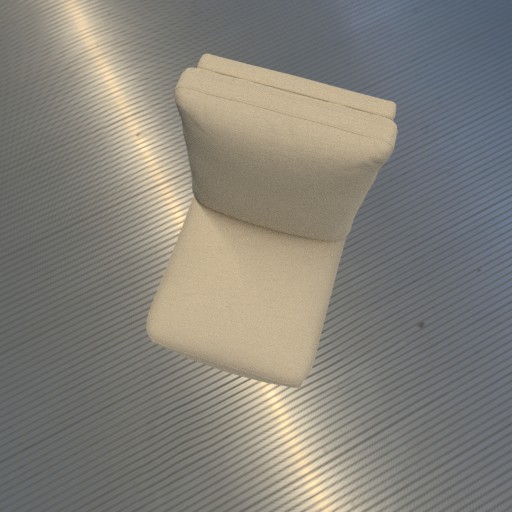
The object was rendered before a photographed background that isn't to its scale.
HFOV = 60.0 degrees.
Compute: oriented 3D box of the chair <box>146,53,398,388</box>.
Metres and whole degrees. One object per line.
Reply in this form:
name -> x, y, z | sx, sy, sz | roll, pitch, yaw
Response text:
chair -> 0.000, 0.000, 1.327 | 0.503, 0.927, 0.698 | 16, 76, 4
